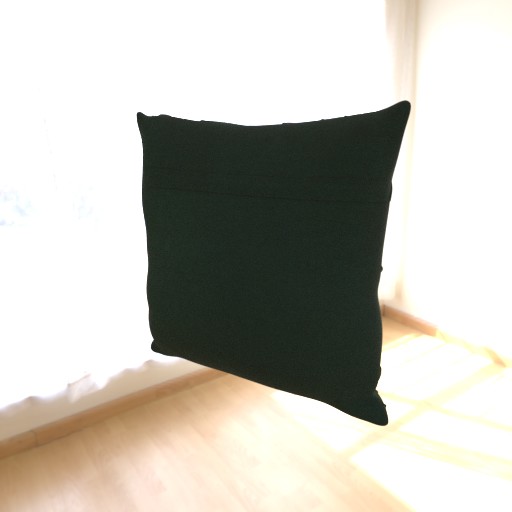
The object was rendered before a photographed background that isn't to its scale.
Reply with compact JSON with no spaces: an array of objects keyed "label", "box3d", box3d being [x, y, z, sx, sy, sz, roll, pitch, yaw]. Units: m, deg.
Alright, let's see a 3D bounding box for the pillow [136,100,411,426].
[{"label":"pillow","box3d":[0.000,0.000,0.678,0.439,0.440,0.184,9,19,28]}]
